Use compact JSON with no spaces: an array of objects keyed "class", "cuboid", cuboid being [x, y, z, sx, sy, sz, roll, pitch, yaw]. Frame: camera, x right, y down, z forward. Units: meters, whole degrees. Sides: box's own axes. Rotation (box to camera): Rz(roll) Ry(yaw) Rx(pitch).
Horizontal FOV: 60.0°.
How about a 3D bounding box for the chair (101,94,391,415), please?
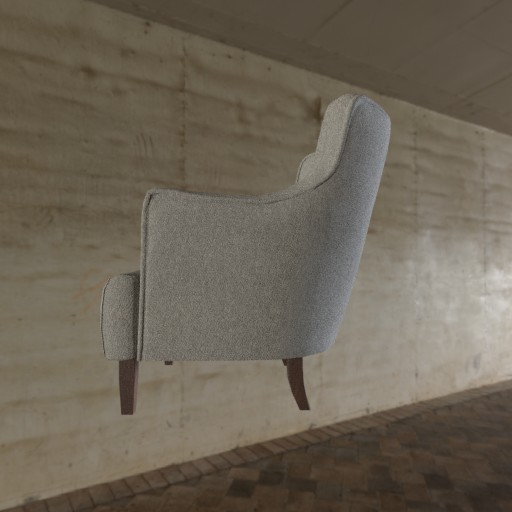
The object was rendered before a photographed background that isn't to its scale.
[{"class":"chair","cuboid":[0.000,0.000,1.599,0.910,0.920,0.820,0,-1,-1]}]
